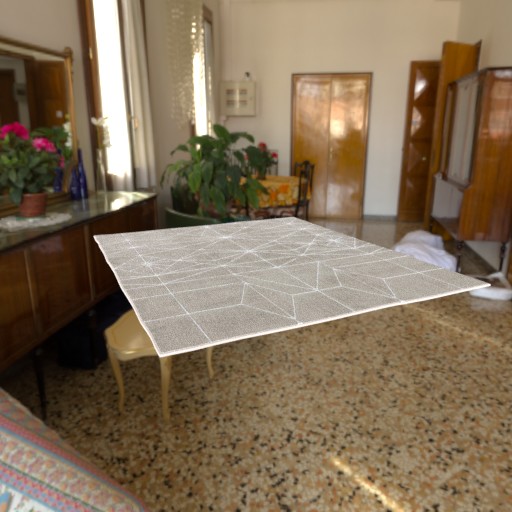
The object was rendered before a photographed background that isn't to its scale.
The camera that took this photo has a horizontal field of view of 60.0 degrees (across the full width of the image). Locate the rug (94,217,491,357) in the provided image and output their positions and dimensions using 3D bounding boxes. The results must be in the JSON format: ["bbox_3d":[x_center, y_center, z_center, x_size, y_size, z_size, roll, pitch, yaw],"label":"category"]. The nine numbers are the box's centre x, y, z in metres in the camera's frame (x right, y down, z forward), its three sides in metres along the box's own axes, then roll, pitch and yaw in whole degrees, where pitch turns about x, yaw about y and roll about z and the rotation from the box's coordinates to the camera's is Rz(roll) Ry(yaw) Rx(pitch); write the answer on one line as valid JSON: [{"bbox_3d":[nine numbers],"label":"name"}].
[{"bbox_3d":[0.000,0.000,0.887,0.548,0.006,0.639,-8,18,-25],"label":"rug"}]
